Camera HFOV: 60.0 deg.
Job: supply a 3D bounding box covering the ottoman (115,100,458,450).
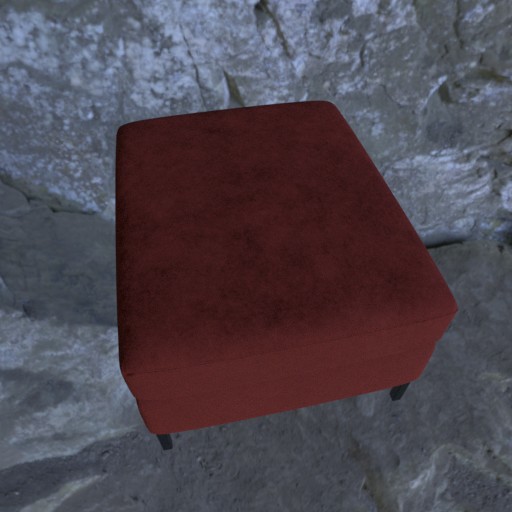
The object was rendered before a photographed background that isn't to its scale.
[{"bbox_3d":[0.000,0.000,1.172,0.650,0.462,0.782,-9,50,-8],"label":"ottoman"}]
